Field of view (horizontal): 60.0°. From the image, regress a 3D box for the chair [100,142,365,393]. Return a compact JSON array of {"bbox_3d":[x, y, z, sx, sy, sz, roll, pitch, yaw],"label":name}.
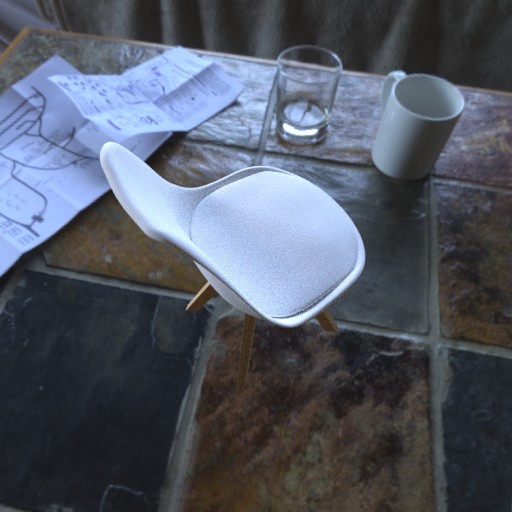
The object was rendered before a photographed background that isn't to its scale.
[{"bbox_3d":[0.000,0.000,1.171,0.550,0.849,0.485,-29,62,-17],"label":"chair"}]
